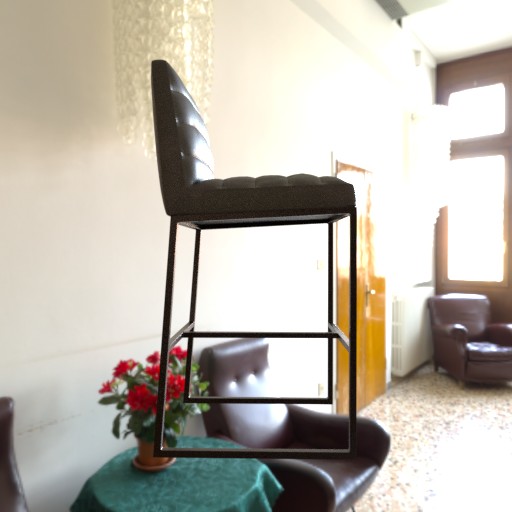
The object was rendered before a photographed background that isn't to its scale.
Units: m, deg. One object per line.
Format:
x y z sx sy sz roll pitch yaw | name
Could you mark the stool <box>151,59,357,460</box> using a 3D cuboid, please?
0.000 0.000 1.382 0.562 1.065 0.463 0 1 1 | stool
